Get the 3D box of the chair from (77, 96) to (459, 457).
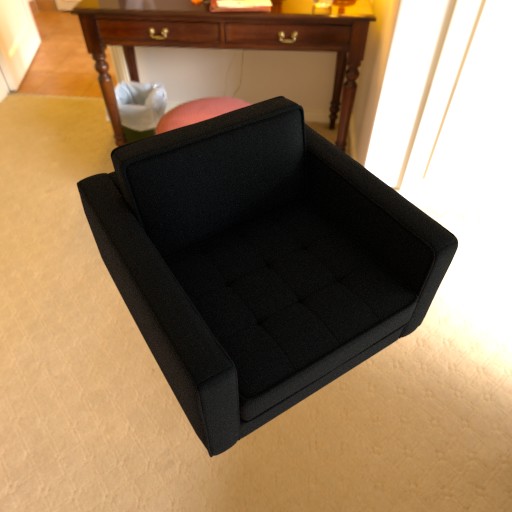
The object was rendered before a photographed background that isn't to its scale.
[{"bbox_3d":[0.000,0.000,1.544,0.899,0.770,0.920,-25,52,-21],"label":"chair"}]
